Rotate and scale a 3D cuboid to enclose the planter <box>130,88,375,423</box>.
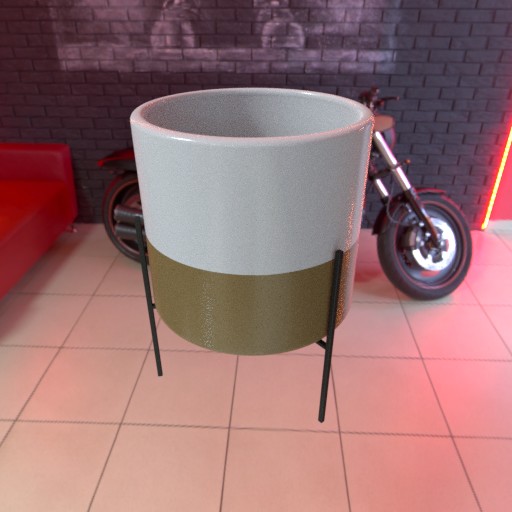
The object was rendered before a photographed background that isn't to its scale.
[{"bbox_3d":[0.000,0.000,0.665,0.310,0.432,0.310,19,35,30],"label":"planter"}]
